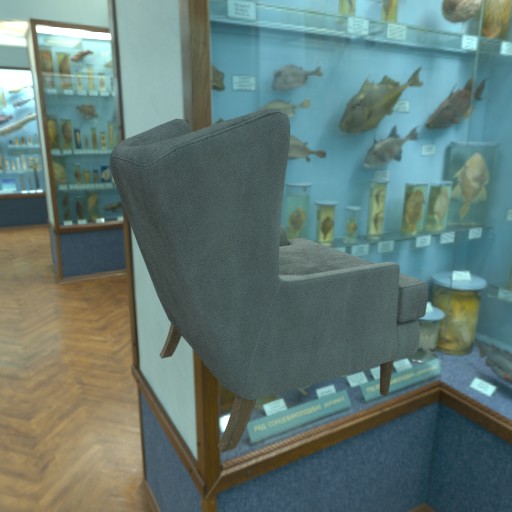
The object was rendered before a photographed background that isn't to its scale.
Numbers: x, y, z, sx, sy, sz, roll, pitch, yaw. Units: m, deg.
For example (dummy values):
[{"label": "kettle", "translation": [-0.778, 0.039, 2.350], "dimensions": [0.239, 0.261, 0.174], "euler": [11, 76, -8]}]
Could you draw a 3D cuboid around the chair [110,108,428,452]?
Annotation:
[{"label": "chair", "translation": [0.000, 0.000, 1.571], "dimensions": [0.906, 0.950, 0.784], "euler": [-8, 17, -26]}]
